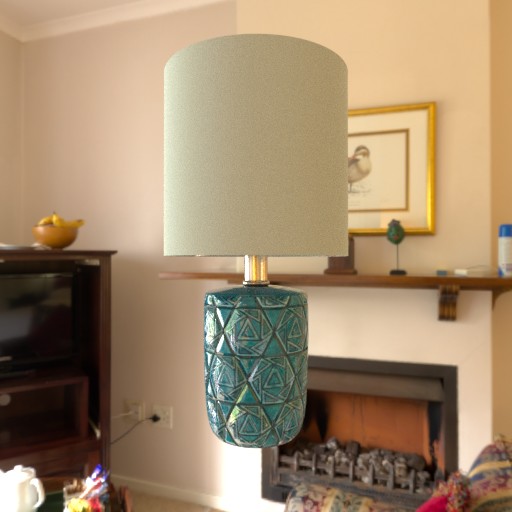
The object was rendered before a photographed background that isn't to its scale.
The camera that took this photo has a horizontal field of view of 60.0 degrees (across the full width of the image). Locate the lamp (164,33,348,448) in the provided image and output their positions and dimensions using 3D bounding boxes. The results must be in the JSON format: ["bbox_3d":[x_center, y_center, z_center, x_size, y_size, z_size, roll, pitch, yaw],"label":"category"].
[{"bbox_3d":[0.000,0.000,0.472,0.193,0.377,0.193,0,-1,-19],"label":"lamp"}]
